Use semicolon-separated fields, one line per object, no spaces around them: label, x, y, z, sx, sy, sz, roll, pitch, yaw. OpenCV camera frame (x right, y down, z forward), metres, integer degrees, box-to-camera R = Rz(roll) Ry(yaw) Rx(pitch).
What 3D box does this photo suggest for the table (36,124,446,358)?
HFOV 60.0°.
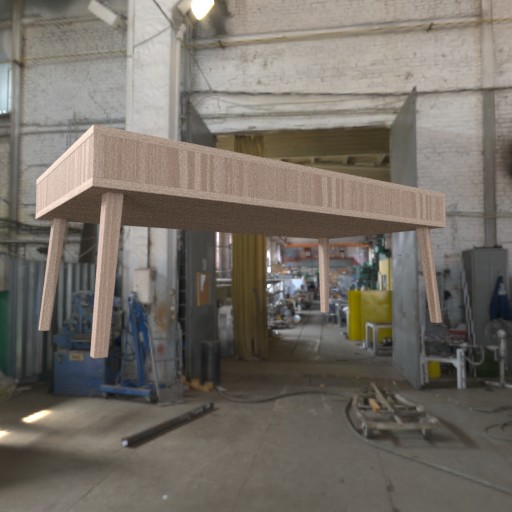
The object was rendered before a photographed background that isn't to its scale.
table;0.000;0.000;1.433;1.200;0.450;0.600;2;-3;-36
